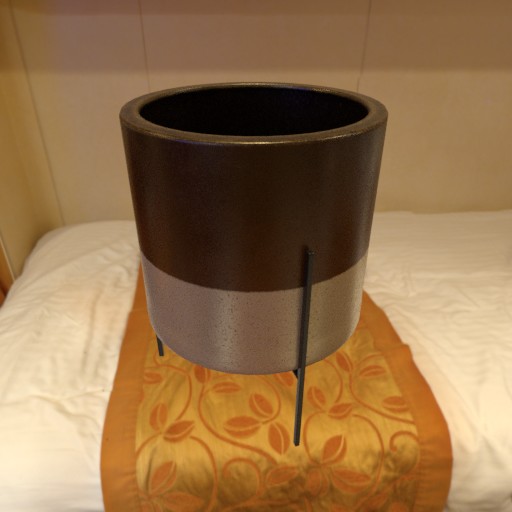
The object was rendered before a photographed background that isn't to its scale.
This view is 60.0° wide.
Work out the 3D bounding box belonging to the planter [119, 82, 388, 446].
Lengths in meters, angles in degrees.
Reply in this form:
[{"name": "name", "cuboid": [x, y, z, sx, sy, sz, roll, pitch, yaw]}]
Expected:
[{"name": "planter", "cuboid": [0.000, 0.000, 0.700, 0.345, 0.465, 0.354, 22, 37, 33]}]
